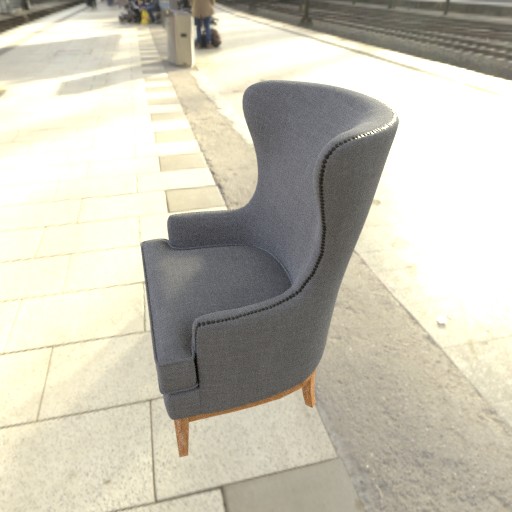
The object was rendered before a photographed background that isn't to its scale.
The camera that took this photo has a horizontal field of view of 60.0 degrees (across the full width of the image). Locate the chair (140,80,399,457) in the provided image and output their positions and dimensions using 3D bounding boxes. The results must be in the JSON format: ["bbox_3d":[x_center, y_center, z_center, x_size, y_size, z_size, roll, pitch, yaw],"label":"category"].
[{"bbox_3d":[0.000,0.000,1.764,0.883,1.176,0.864,-8,33,-13],"label":"chair"}]
